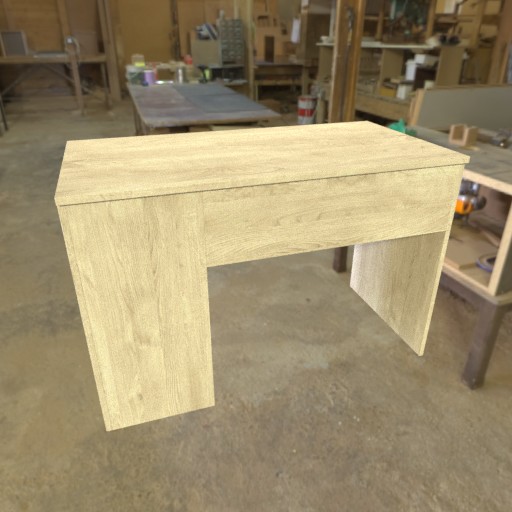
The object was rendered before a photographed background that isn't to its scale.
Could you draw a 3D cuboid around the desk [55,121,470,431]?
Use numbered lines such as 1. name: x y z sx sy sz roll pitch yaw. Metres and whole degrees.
1. desk: 0.000 0.000 1.511 1.097 0.735 0.560 -9 29 -16
